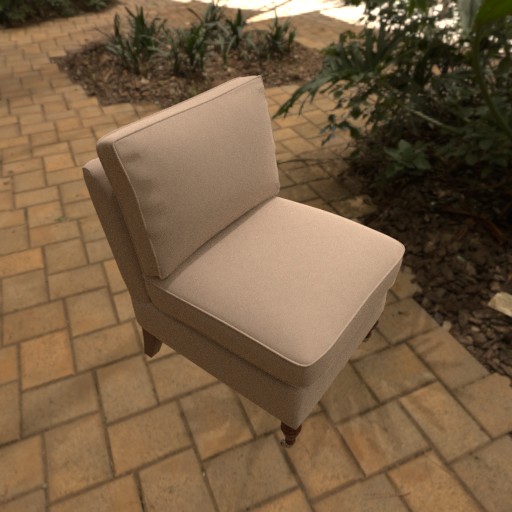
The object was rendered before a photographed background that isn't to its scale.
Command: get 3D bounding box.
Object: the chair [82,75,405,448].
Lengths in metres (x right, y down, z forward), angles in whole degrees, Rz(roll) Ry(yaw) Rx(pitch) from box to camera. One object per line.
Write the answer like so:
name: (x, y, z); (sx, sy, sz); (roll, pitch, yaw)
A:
chair: (0.000, 0.000, 1.657); (0.912, 1.052, 0.724); (26, 46, 28)
